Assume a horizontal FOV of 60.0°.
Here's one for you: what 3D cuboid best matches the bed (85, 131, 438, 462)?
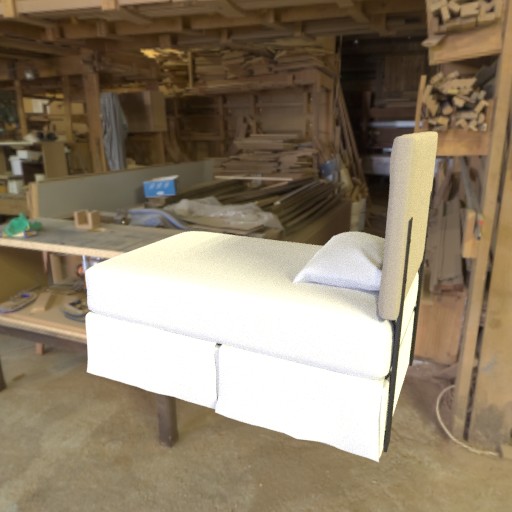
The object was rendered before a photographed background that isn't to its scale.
[{"bbox_3d":[0.000,0.000,2.900,1.997,1.571,1.261,8,18,25],"label":"bed"}]
